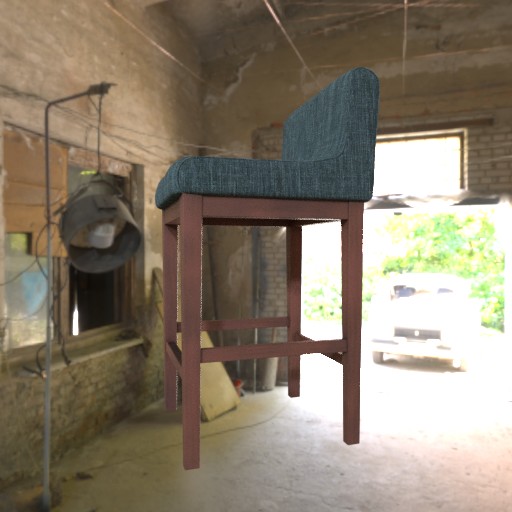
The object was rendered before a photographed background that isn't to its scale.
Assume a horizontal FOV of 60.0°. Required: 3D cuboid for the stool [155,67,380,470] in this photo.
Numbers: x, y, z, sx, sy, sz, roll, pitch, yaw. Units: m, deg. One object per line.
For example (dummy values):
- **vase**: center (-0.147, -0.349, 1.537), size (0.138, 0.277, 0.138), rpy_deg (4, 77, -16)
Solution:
- **stool**: center (0.000, 0.000, 1.093), size (0.459, 0.835, 0.395), rpy_deg (0, 1, -18)
